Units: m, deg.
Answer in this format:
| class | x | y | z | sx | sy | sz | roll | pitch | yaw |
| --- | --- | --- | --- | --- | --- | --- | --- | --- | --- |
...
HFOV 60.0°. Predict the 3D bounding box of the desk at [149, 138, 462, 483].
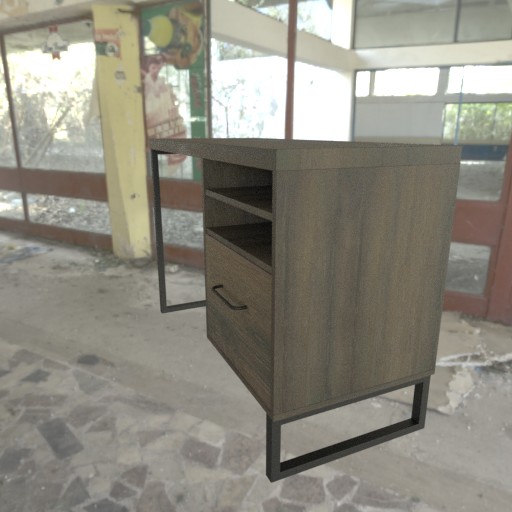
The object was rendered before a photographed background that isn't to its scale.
| class | x | y | z | sx | sy | sz | roll | pitch | yaw |
| --- | --- | --- | --- | --- | --- | --- | --- | --- | --- |
| desk | 0.000 | 0.000 | 1.498 | 0.511 | 0.752 | 1.134 | -7 | 17 | -24 |
